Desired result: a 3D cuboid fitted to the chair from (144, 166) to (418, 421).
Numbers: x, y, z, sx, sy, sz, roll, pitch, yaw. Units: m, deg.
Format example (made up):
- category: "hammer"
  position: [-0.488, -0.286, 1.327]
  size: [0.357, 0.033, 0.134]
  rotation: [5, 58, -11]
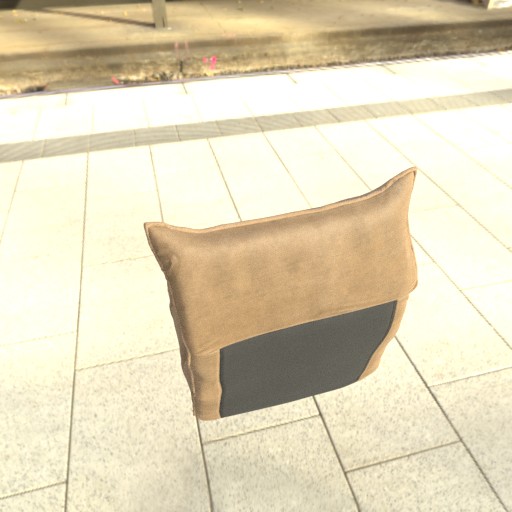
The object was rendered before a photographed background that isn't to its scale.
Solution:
- category: "chair"
  position: [0.000, 0.000, 1.574]
  size: [0.714, 0.892, 0.985]
  rotation: [-11, 41, -13]
